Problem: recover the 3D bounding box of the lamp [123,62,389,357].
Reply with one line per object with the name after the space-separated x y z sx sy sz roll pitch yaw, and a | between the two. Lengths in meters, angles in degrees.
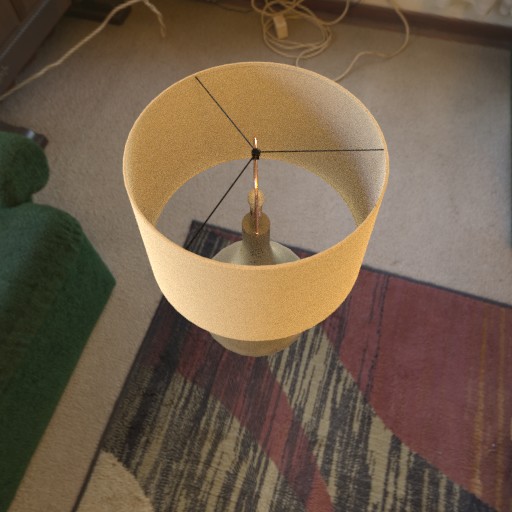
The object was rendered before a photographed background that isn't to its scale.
0.000 0.000 0.744 0.330 0.521 0.330 0 62 0 | lamp
